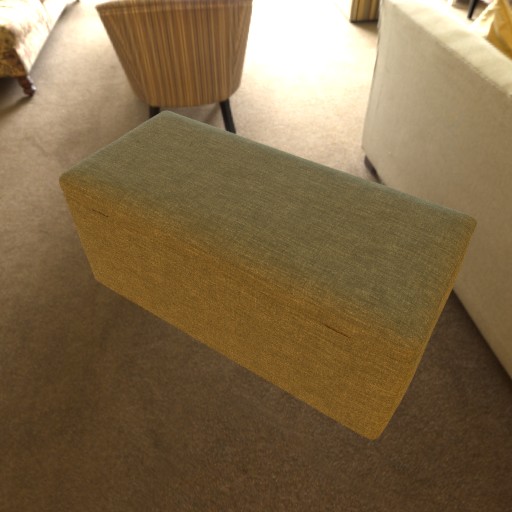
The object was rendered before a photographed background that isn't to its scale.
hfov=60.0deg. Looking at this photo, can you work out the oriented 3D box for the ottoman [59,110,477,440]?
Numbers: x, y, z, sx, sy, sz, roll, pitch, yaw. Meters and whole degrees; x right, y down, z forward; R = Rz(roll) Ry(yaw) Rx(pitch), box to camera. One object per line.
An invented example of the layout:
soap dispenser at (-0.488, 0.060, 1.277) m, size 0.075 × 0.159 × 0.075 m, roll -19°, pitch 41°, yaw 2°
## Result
ottoman at (0.000, 0.000, 1.132) m, size 0.902 × 0.432 × 0.419 m, roll 25°, pitch 51°, yaw 22°
